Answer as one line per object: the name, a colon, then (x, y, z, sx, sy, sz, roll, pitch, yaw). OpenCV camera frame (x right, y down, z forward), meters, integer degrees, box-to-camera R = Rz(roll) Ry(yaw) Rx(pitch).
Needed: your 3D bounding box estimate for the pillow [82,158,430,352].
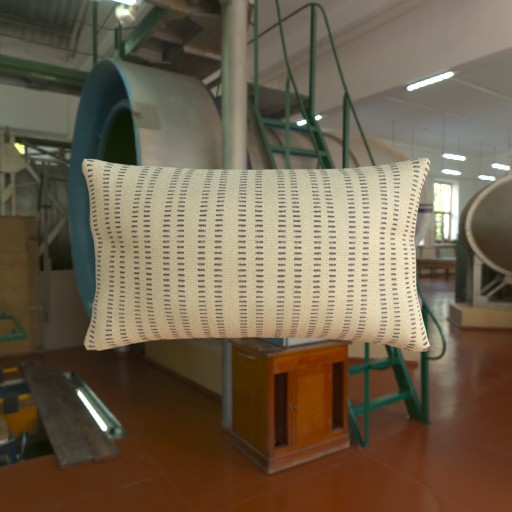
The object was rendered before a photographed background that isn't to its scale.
pillow: (0.000, 0.000, 0.803, 0.640, 0.353, 0.210, 0, 2, 1)
